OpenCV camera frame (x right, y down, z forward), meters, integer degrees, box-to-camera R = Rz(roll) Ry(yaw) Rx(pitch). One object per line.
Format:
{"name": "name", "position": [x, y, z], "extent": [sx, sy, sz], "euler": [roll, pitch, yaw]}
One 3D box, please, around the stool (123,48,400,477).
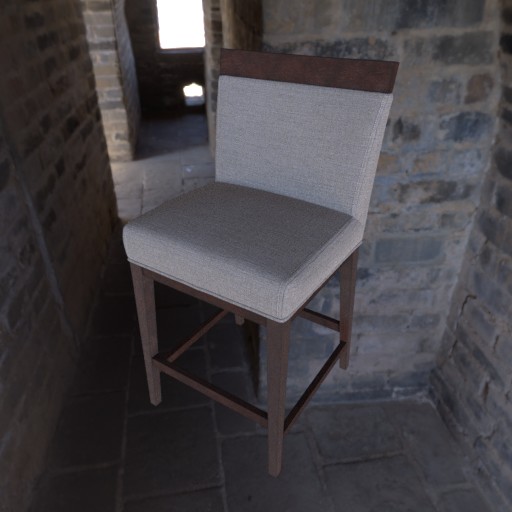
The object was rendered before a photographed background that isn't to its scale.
{"name": "stool", "position": [0.000, 0.000, 1.256], "extent": [0.512, 1.009, 0.531], "euler": [19, 36, 28]}
